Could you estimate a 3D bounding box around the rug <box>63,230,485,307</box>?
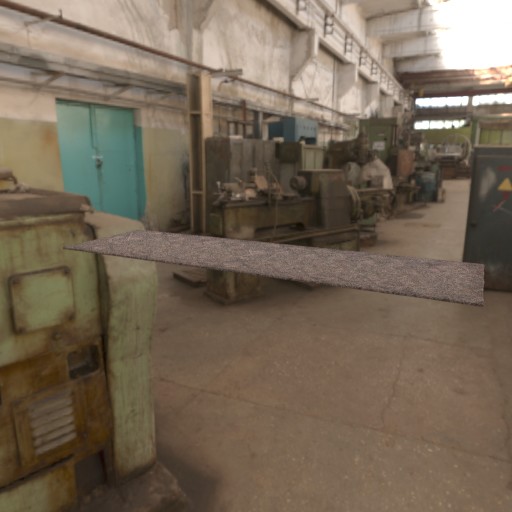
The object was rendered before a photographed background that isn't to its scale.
[{"bbox_3d":[0.000,0.000,2.487,2.296,0.011,0.691,7,15,26],"label":"rug"}]
